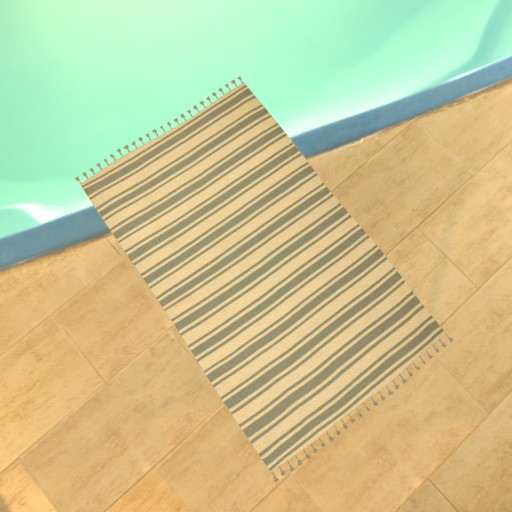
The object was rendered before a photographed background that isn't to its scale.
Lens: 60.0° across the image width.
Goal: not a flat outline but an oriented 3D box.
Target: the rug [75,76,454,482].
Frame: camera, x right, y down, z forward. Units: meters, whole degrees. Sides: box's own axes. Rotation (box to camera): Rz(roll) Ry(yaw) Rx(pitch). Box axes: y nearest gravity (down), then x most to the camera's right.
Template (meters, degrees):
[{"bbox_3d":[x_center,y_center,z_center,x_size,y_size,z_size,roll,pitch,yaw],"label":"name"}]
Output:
[{"bbox_3d":[0.000,0.000,2.552,1.222,0.009,2.084,-35,78,-8],"label":"rug"}]
